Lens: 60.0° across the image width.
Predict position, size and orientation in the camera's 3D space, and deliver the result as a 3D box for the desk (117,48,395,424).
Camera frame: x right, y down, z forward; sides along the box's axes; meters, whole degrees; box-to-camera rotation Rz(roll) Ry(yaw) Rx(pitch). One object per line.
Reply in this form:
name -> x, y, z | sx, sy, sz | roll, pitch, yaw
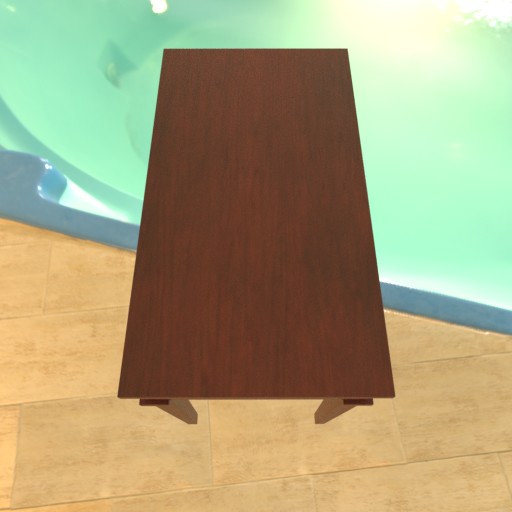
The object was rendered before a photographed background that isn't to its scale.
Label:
desk -> 0.000, 0.000, 1.435 | 0.549, 0.762, 1.001 | 0, 63, 0
